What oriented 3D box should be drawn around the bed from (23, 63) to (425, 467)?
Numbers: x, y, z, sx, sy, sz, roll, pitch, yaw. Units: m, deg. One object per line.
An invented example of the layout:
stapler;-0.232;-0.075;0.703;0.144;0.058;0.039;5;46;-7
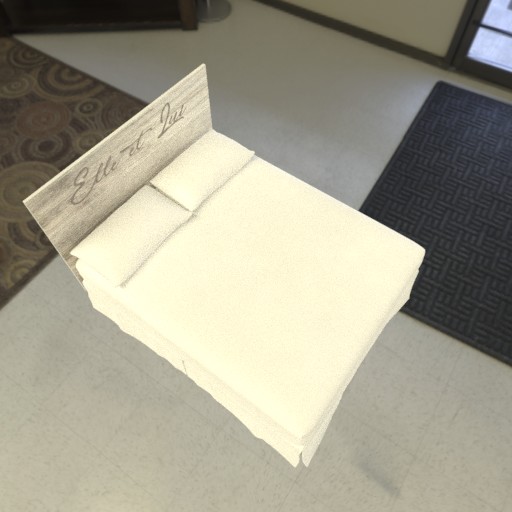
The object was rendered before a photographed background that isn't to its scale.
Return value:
bed;0.000;0.000;3.137;2.094;1.335;1.745;32;63;18
